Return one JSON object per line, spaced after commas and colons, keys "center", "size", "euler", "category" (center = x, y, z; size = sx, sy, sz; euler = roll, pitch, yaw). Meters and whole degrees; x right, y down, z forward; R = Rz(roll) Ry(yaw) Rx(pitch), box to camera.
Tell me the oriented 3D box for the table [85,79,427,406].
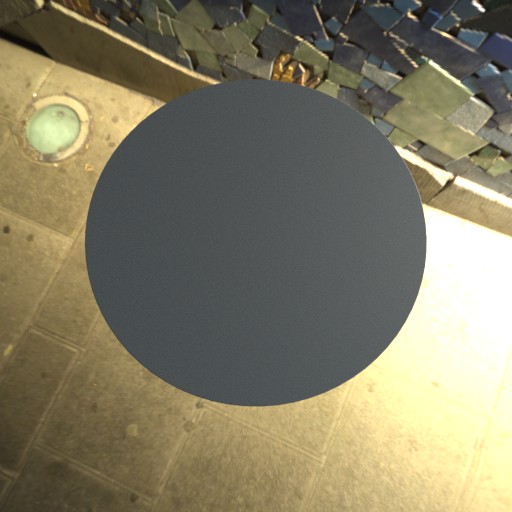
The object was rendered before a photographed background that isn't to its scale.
{"center": [0.000, 0.000, 0.976], "size": [0.600, 0.405, 0.600], "euler": [0, 75, 0], "category": "table"}
